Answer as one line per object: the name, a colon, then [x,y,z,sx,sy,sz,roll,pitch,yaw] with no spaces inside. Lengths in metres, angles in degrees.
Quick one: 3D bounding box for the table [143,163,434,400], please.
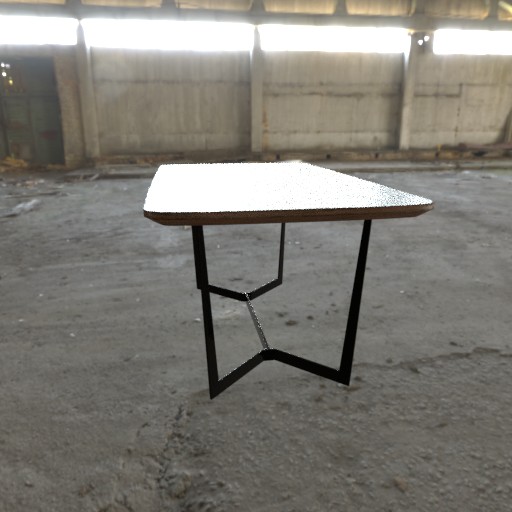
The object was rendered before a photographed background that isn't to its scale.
table: [0.000,0.000,2.190,0.949,0.765,1.643,-3,17,-9]
